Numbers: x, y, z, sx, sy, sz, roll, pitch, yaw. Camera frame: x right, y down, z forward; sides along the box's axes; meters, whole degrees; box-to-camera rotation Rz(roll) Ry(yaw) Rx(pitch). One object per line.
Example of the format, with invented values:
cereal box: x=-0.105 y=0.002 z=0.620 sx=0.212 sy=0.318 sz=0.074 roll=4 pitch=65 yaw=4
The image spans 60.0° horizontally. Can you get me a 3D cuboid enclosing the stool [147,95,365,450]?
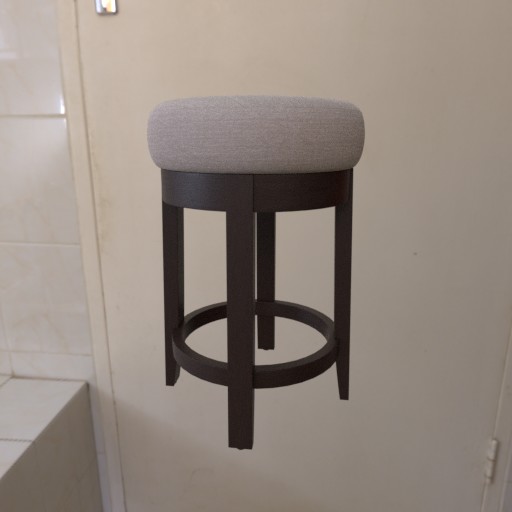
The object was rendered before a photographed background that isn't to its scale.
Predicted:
stool: x=0.000 y=0.000 z=0.994 sx=0.443 sy=0.672 sz=0.443 roll=0 pitch=15 yaw=0
